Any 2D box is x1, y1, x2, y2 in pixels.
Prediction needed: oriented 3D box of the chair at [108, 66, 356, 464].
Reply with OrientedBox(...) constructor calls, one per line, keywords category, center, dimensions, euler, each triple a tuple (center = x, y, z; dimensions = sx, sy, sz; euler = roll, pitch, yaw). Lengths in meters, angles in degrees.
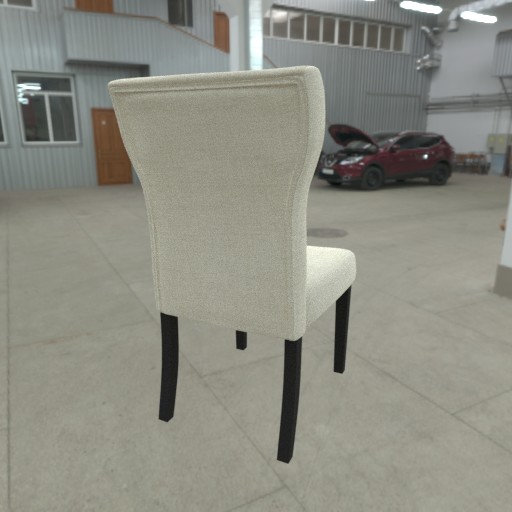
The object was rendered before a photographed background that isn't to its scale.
OrientedBox(category="chair", center=(0.000, 0.000, 1.269), dimensions=(0.509, 0.921, 0.597), euler=(8, 17, 25))
